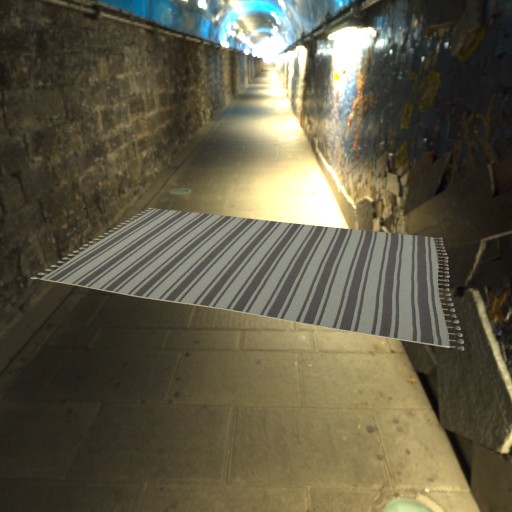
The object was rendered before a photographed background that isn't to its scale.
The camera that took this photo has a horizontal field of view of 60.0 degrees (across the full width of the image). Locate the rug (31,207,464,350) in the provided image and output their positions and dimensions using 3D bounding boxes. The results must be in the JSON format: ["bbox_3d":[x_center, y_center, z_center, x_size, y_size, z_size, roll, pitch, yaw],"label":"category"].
[{"bbox_3d":[0.000,0.000,2.537,2.096,0.011,1.229,7,25,16],"label":"rug"}]
